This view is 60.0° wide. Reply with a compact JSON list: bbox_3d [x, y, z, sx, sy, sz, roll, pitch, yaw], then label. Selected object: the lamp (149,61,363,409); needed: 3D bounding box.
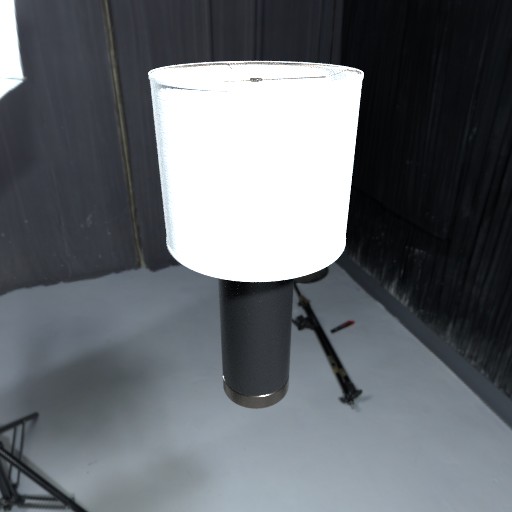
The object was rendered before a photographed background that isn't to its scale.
[{"bbox_3d":[0.000,0.000,0.622,0.241,0.482,0.240,-9,30,-17],"label":"lamp"}]
